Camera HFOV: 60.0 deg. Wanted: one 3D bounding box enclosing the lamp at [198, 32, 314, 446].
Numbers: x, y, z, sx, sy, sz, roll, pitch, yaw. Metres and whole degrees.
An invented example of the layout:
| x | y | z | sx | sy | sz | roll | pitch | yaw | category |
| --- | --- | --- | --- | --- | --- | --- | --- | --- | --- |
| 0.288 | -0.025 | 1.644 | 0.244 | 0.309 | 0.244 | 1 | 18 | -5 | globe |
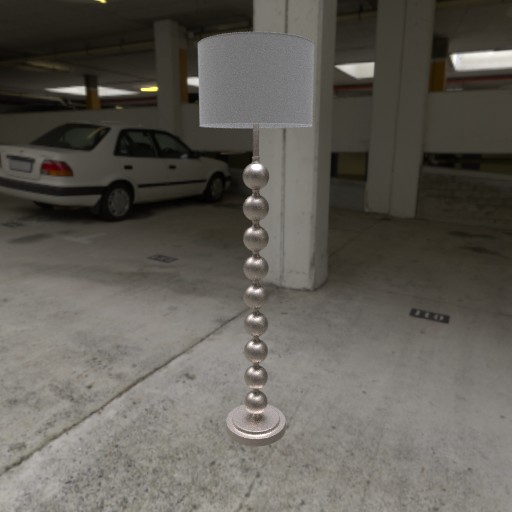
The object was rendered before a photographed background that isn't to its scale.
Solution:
| x | y | z | sx | sy | sz | roll | pitch | yaw | category |
| --- | --- | --- | --- | --- | --- | --- | --- | --- | --- |
| 0.000 | 0.000 | 1.674 | 0.394 | 1.474 | 0.394 | 7 | 16 | 26 | lamp |
